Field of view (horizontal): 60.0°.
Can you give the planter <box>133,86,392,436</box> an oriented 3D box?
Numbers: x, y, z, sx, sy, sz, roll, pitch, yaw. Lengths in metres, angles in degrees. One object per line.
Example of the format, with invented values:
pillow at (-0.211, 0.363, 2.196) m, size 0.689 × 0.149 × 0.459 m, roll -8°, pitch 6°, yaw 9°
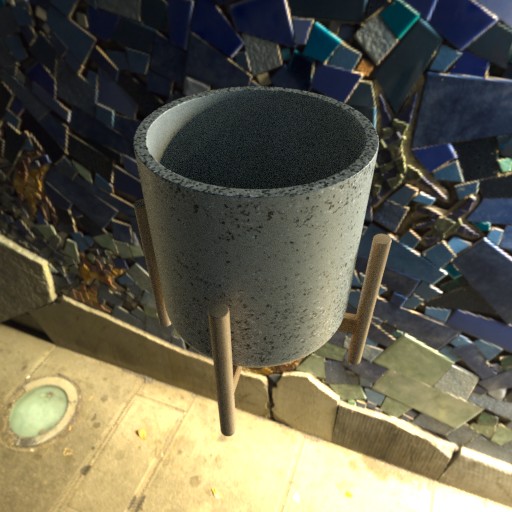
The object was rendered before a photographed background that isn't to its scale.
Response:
planter at (0.000, 0.000, 0.696) m, size 0.360 × 0.419 × 0.360 m, roll 26°, pitch 47°, yaw 27°
